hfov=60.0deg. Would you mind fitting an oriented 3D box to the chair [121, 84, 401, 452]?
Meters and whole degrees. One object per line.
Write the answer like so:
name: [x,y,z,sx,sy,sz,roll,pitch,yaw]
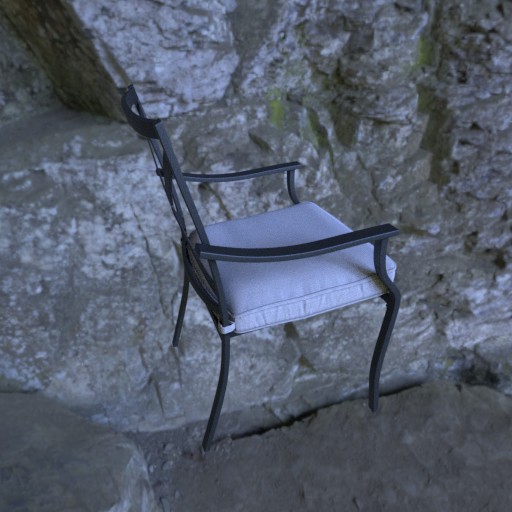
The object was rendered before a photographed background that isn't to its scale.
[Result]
chair: [0.000,0.000,1.267,0.620,0.889,0.575,-10,30,-17]
